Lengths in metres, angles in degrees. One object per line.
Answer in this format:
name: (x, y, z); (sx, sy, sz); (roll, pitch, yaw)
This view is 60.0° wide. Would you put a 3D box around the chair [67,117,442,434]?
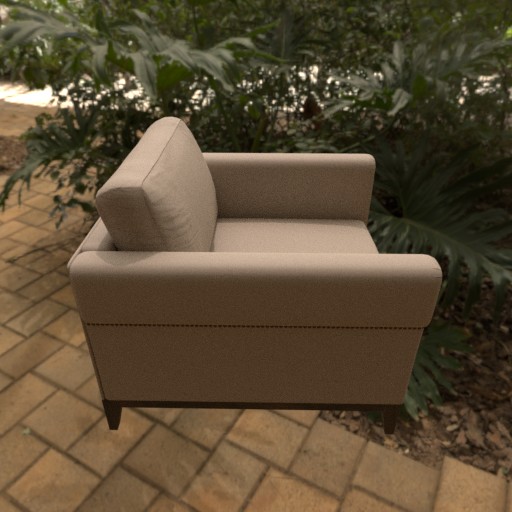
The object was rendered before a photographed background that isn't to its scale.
chair: (0.000, 0.000, 1.613); (0.959, 0.838, 0.914); (1, 32, 1)
